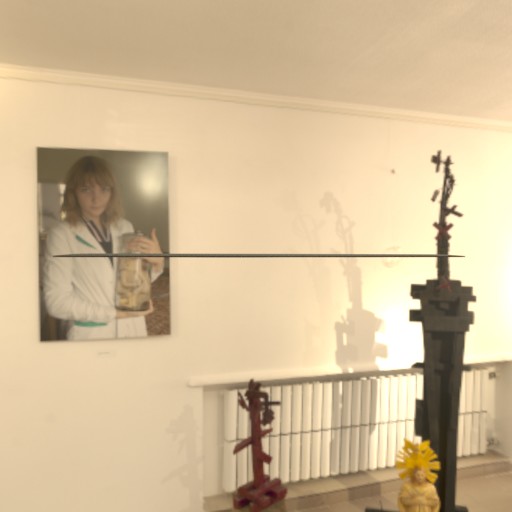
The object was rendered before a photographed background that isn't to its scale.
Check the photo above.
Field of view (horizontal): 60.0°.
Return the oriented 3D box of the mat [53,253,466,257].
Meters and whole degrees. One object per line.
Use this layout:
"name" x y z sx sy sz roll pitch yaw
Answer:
"mat" 0.000 0.000 1.899 1.524 0.013 0.918 0 0 -17
